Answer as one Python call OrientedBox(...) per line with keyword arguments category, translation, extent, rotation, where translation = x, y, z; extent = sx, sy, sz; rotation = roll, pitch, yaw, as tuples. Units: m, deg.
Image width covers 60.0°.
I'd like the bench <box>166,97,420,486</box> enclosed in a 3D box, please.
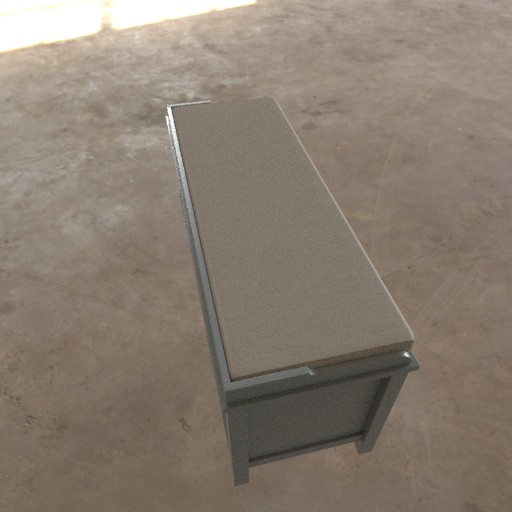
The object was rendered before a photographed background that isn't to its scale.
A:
OrientedBox(category="bench", translation=(0.000, 0.000, 1.380), extent=(0.398, 0.501, 1.140), rotation=(-10, 46, -9))
